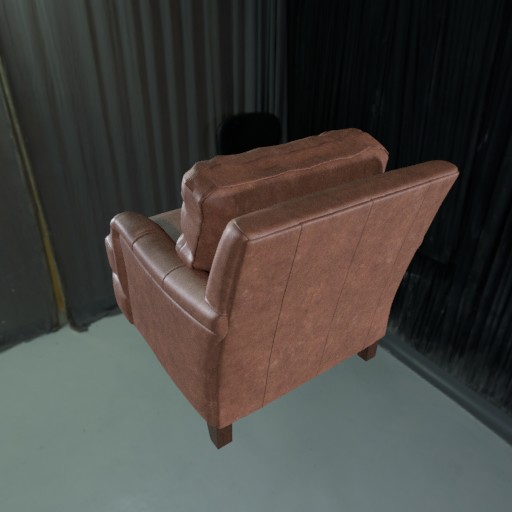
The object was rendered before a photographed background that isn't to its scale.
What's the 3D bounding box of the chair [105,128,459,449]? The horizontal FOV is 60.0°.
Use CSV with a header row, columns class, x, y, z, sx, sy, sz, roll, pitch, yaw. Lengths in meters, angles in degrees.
class,x,y,z,sx,sy,sz,roll,pitch,yaw
chair,0.000,0.000,1.895,0.986,1.055,1.158,-20,35,-30
